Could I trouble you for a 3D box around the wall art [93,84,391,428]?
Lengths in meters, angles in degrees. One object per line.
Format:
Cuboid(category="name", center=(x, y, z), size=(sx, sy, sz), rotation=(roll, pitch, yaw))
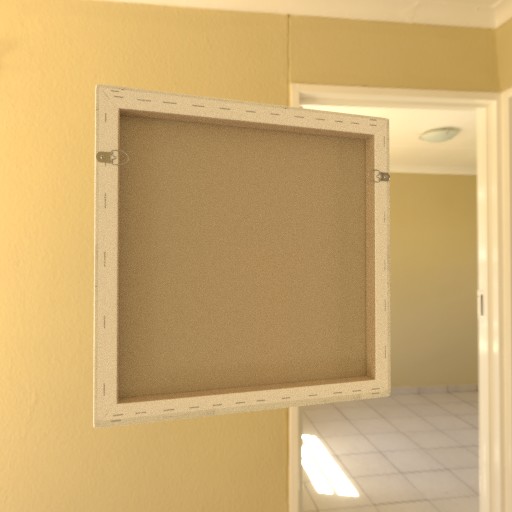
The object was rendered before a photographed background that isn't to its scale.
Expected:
Cuboid(category="wall art", center=(0.000, 0.000, 0.891), size=(0.610, 0.611, 0.040), rotation=(0, -1, -18))
